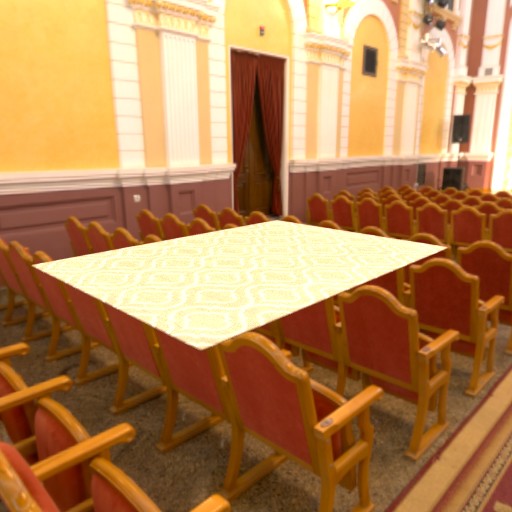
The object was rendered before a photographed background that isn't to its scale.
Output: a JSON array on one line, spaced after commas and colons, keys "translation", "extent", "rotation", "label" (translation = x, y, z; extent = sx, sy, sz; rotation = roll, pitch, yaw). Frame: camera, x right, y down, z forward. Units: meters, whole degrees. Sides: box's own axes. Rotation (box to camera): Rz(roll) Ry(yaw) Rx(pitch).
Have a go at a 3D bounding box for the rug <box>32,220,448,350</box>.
[{"translation": [0.000, 0.000, 4.364], "extent": [2.438, 0.010, 3.353], "rotation": [14, 20, 42], "label": "rug"}]
